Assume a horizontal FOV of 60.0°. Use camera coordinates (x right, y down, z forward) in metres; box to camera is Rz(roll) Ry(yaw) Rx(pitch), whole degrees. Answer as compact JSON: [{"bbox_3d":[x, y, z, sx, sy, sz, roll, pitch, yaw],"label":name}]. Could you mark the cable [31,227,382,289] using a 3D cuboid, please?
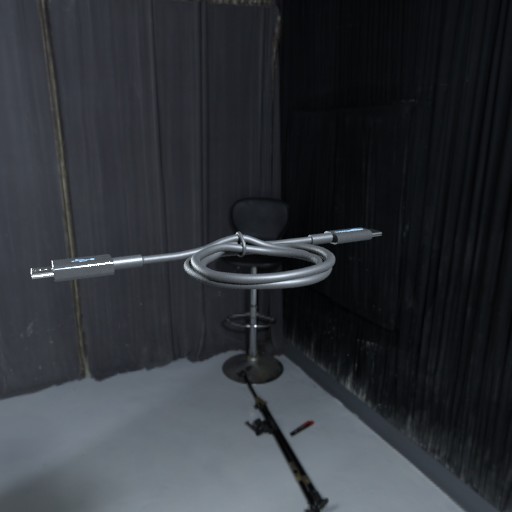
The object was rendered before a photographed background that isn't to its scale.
[{"bbox_3d":[0.000,0.000,0.210,0.192,0.014,0.070,-8,17,-25],"label":"cable"}]
